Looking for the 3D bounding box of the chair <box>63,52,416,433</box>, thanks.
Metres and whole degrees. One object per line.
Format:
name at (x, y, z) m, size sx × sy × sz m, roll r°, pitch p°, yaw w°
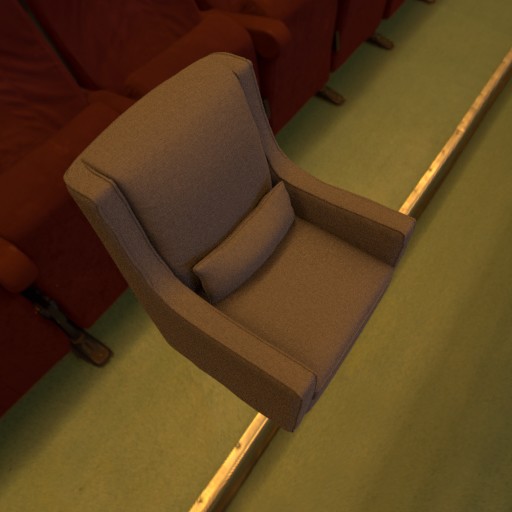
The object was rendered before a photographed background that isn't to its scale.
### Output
chair at (0.000, 0.000, 1.575) m, size 0.879 × 0.993 × 0.732 m, roll 32°, pitch 64°, yaw 17°
